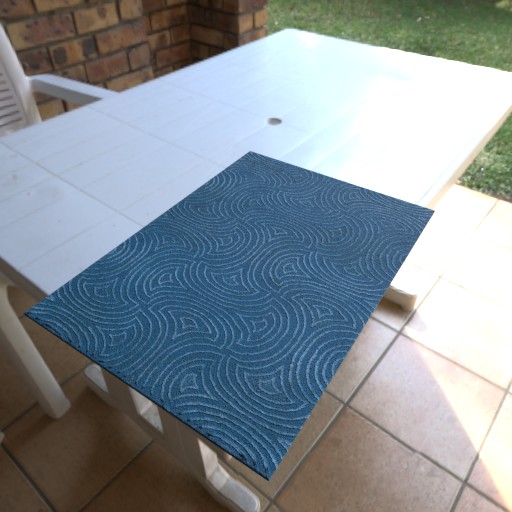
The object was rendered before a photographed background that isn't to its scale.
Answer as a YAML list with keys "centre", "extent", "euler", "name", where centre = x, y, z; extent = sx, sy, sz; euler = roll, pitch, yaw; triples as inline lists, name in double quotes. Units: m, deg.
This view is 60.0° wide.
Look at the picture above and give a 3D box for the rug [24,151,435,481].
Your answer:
- centre: [0.000, 0.000, 2.706]
  extent: [1.543, 0.015, 2.144]
  euler: [24, 47, 25]
  name: "rug"
